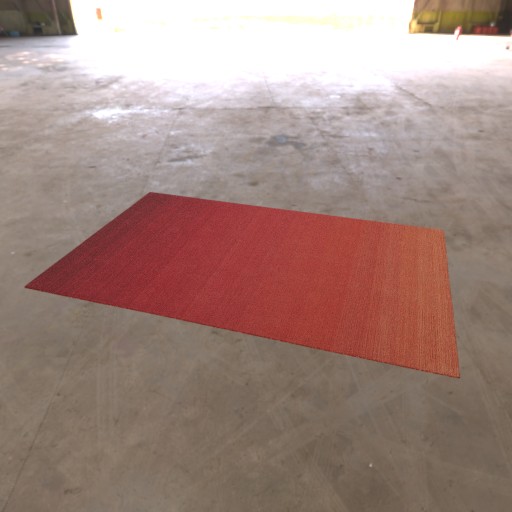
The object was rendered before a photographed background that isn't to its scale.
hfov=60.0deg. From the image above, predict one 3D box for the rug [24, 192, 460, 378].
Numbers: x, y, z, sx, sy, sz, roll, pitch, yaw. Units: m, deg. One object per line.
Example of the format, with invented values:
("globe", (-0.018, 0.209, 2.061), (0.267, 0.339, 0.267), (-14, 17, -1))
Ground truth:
("rug", (0.000, 0.000, 2.968), (2.442, 0.010, 1.531), (9, 32, 15))
